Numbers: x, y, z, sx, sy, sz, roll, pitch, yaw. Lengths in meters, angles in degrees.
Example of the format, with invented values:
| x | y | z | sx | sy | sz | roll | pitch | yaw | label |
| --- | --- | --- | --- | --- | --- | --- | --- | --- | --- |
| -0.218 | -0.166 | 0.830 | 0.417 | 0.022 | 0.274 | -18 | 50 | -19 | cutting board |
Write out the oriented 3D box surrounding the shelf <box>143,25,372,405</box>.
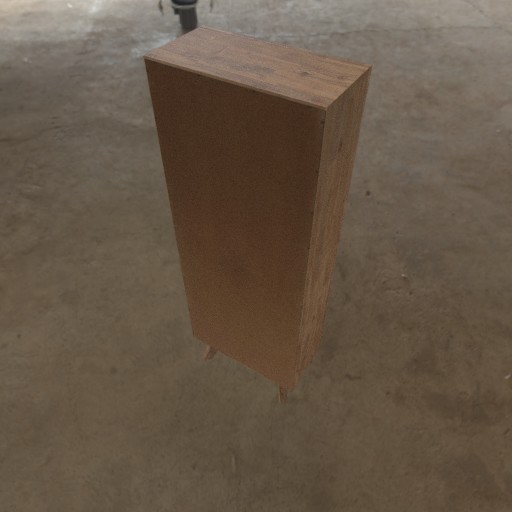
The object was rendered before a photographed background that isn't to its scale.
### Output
| x | y | z | sx | sy | sz | roll | pitch | yaw | label |
| --- | --- | --- | --- | --- | --- | --- | --- | --- | --- |
| 0.000 | 0.000 | 1.535 | 0.491 | 1.342 | 0.267 | 24 | 51 | 22 | shelf |
